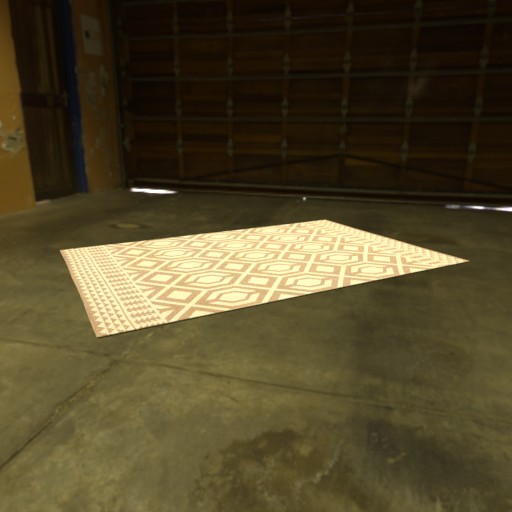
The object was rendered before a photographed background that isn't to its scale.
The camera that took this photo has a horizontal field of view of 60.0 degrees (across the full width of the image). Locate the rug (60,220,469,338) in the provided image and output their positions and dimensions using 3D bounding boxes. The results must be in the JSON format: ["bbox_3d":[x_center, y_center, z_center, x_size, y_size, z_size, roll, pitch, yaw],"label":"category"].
[{"bbox_3d":[0.000,0.000,2.372,1.829,0.008,1.219,-8,18,-27],"label":"rug"}]
